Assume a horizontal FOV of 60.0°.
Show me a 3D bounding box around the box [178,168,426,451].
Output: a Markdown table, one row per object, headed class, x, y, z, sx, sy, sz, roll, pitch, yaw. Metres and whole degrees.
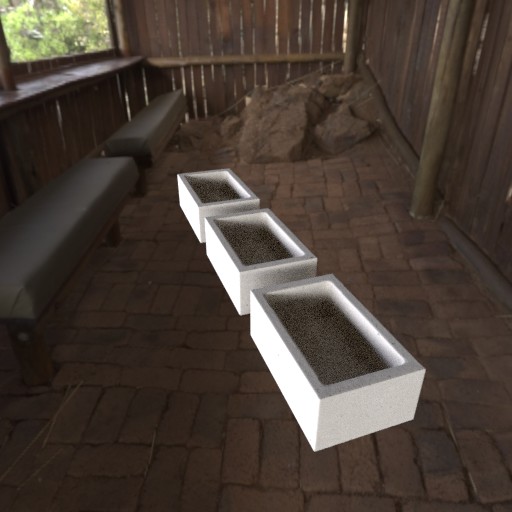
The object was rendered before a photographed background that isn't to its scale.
| class | x | y | z | sx | sy | sz | roll | pitch | yaw |
| --- | --- | --- | --- | --- | --- | --- | --- | --- | --- |
| box | 0.000 | 0.000 | 0.492 | 0.082 | 0.051 | 0.461 | -10 | 31 | -17 |
